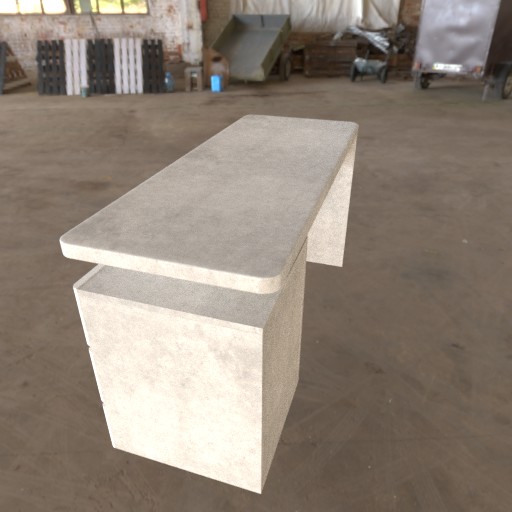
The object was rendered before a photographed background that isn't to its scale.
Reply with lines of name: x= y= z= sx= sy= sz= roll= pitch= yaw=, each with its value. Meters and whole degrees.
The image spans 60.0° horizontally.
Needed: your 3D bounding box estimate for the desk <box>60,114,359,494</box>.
desk: x=0.000 y=0.000 z=1.732 sx=0.550 sy=0.755 sz=1.400 roll=9 pitch=31 yaw=16
